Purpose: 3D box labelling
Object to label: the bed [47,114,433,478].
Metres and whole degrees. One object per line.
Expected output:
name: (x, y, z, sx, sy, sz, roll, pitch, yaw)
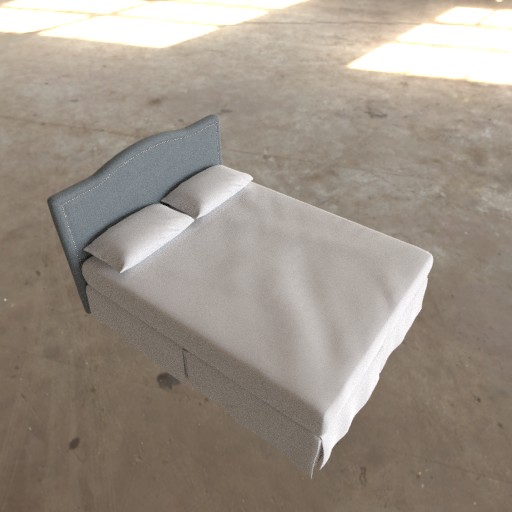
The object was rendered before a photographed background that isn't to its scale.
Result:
bed: (0.000, 0.000, 3.958, 2.689, 1.457, 2.161, 26, 47, 27)
